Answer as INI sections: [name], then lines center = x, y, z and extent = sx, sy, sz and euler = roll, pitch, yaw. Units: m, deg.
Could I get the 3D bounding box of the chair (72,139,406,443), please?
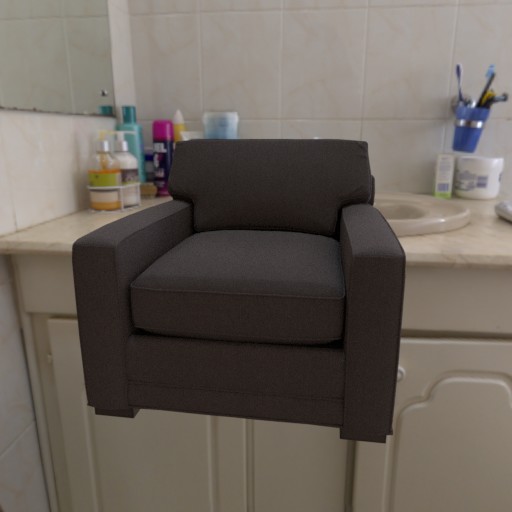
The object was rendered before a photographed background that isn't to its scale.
[chair]
center = 0.000, 0.000, 1.784
extent = 0.997, 0.913, 1.043
euler = 2, 15, 9
